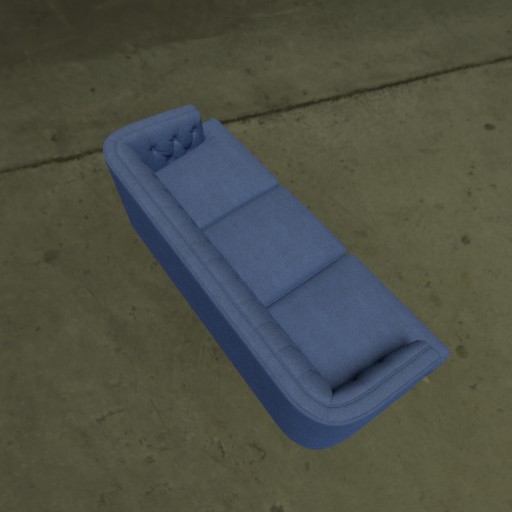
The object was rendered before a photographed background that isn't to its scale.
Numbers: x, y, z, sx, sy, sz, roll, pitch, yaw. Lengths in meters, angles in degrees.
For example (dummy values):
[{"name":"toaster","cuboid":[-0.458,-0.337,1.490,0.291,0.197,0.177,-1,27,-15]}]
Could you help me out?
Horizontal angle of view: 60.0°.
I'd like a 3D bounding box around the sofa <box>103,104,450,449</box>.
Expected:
[{"name":"sofa","cuboid":[0.000,0.000,2.680,0.914,0.787,2.235,-32,64,-18]}]
